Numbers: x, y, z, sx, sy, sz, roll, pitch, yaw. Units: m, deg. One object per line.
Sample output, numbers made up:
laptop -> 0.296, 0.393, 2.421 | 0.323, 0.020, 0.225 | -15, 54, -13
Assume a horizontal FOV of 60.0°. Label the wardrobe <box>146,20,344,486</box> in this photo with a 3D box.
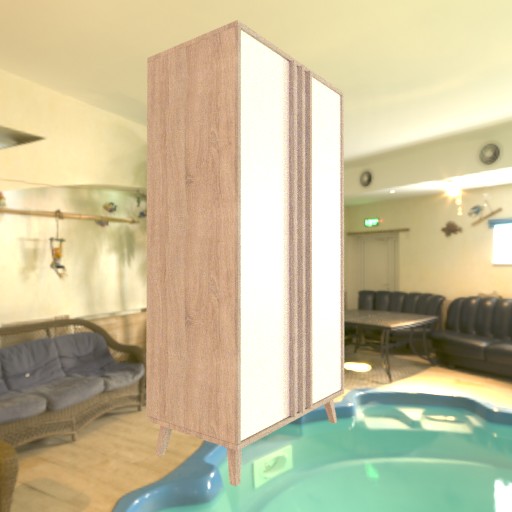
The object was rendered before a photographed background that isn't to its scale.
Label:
wardrobe -> 0.000, 0.000, 2.407 | 0.600, 1.960, 1.000 | 0, -1, 37
